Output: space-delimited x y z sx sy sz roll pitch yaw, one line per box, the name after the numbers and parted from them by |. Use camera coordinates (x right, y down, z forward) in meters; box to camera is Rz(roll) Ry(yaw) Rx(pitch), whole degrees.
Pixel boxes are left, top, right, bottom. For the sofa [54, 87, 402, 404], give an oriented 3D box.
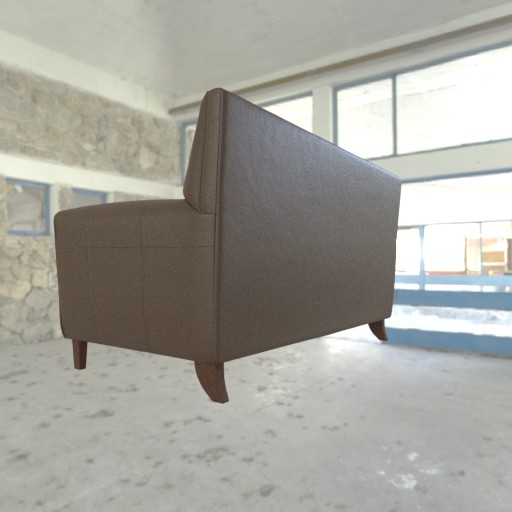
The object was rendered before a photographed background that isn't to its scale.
0.000 0.000 1.992 0.853 0.859 1.468 -1 -2 36 | sofa
